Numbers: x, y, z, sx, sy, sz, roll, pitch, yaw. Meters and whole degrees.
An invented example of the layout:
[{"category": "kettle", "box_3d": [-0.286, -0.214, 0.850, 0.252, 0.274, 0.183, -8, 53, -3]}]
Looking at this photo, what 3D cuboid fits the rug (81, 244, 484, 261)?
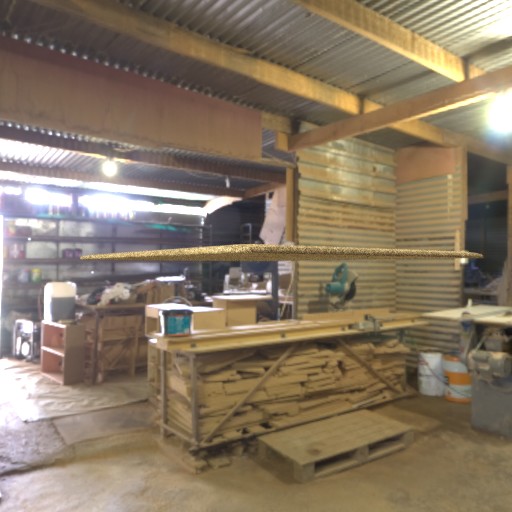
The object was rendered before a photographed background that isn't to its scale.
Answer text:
[{"category": "rug", "box_3d": [0.000, 0.000, 3.798, 2.242, 0.050, 2.873, 1, -2, -36]}]
